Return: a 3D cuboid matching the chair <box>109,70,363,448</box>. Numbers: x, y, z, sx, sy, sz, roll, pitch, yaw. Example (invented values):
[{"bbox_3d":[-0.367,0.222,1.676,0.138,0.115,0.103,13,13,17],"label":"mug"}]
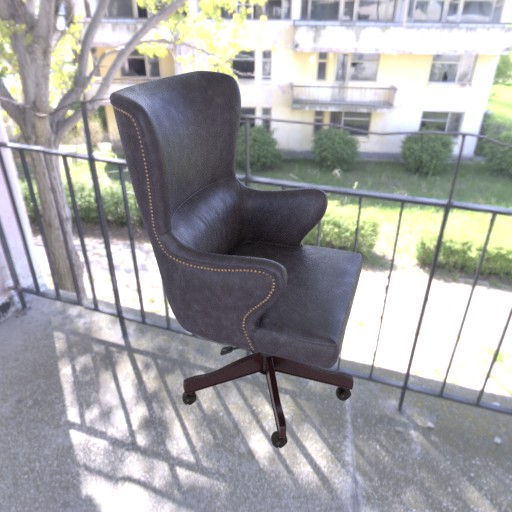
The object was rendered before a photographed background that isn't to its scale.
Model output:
[{"bbox_3d":[0.000,0.000,1.426,0.717,1.037,0.594,10,31,17],"label":"chair"}]
